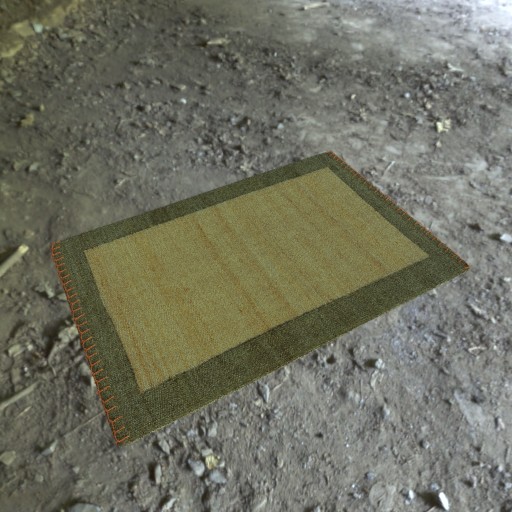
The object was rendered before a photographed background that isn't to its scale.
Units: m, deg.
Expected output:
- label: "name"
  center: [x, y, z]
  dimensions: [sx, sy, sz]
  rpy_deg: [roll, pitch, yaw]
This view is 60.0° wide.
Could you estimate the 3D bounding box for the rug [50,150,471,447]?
- label: "rug"
  center: [0.000, 0.000, 2.279]
  dimensions: [1.838, 0.019, 1.220]
  rpy_deg: [-22, 50, -20]
